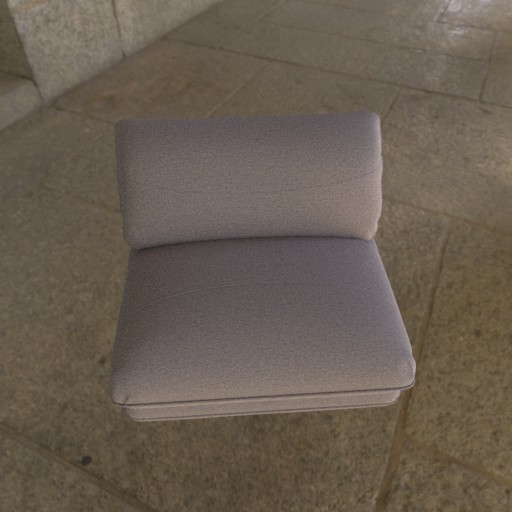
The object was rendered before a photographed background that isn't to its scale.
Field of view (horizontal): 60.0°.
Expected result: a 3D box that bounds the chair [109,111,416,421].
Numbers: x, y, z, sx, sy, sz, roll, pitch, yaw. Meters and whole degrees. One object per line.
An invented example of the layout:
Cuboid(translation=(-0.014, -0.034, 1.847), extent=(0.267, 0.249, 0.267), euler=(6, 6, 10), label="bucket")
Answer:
Cuboid(translation=(0.000, 0.000, 1.316), extent=(0.820, 0.580, 0.780), euler=(-3, 46, -3), label="chair")
